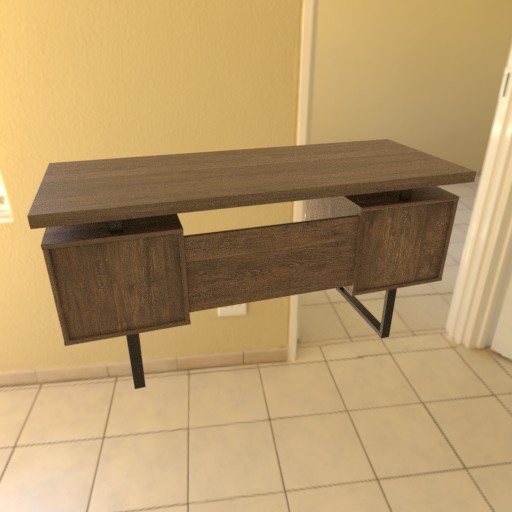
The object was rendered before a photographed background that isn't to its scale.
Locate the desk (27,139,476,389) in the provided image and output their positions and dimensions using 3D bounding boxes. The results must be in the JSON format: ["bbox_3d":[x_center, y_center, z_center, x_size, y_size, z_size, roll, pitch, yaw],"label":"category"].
[{"bbox_3d":[0.000,0.000,1.865,1.524,0.760,0.600,-8,28,-15],"label":"desk"}]
